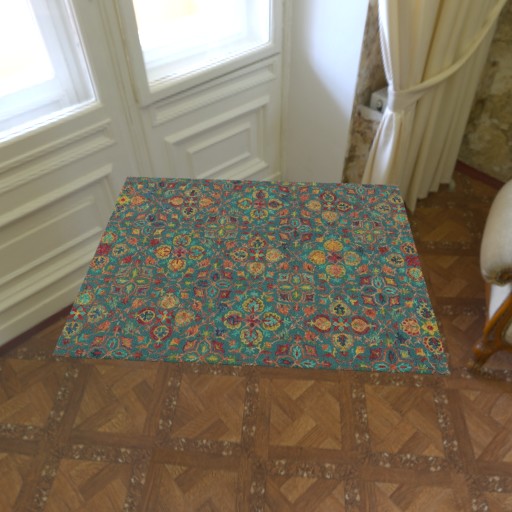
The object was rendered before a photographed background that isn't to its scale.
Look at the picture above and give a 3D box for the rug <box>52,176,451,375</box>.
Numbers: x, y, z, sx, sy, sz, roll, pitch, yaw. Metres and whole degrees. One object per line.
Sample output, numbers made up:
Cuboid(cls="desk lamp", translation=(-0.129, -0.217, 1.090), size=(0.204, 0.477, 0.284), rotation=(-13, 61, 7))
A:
Cuboid(cls="rug", translation=(0.000, 0.000, 4.383), size=(3.204, 0.025, 2.434), rotation=(2, 47, 2))
